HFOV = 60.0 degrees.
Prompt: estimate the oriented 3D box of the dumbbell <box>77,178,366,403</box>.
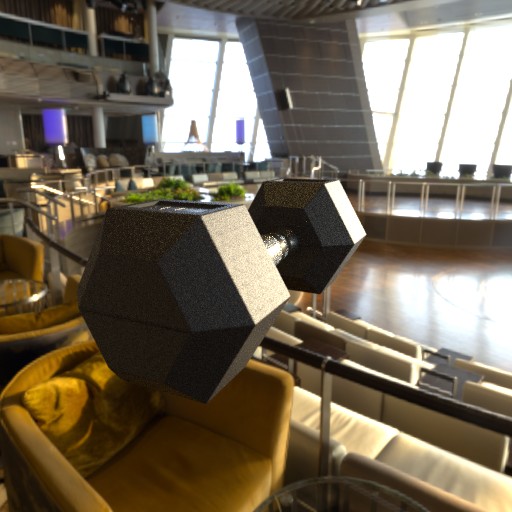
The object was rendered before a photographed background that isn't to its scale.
[{"bbox_3d":[0.000,0.000,0.380,0.129,0.113,0.315,7,16,25],"label":"dumbbell"}]
